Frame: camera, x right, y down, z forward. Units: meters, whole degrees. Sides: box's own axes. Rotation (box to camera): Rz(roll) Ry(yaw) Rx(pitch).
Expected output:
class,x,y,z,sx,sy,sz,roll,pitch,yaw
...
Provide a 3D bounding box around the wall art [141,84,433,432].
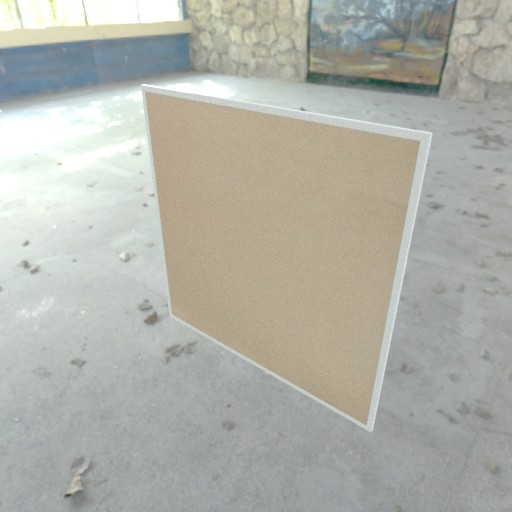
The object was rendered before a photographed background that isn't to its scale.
class,x,y,z,sx,sy,sz,roll,pitch,yaw
wall art,0.000,0.000,1.221,0.809,0.809,0.012,22,37,33
